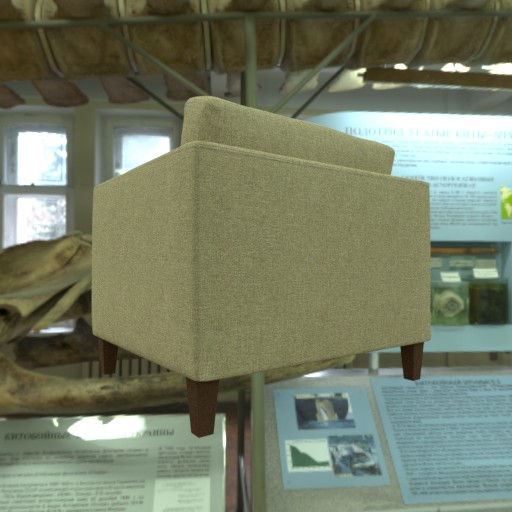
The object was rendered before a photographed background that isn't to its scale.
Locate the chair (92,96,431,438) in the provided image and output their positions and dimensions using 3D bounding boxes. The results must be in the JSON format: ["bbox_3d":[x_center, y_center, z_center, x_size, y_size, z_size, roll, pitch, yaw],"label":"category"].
[{"bbox_3d":[0.000,0.000,1.840,1.107,0.987,0.959,1,-1,-36],"label":"chair"}]
